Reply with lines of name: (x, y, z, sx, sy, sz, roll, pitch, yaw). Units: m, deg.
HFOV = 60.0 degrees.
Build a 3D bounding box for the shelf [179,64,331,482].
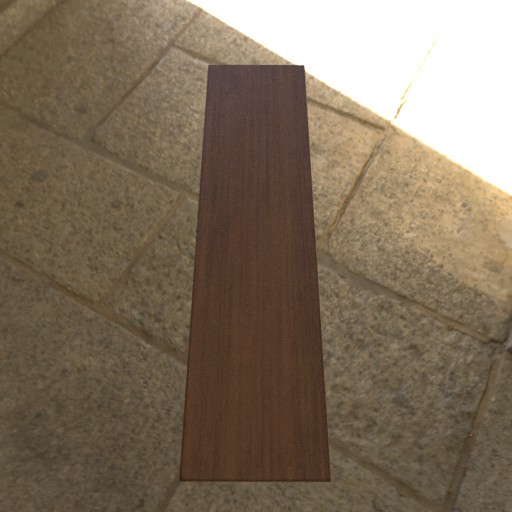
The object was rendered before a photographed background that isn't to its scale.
shelf: (0.000, 0.000, 0.705, 0.166, 0.190, 0.636, 0, 64, 0)
